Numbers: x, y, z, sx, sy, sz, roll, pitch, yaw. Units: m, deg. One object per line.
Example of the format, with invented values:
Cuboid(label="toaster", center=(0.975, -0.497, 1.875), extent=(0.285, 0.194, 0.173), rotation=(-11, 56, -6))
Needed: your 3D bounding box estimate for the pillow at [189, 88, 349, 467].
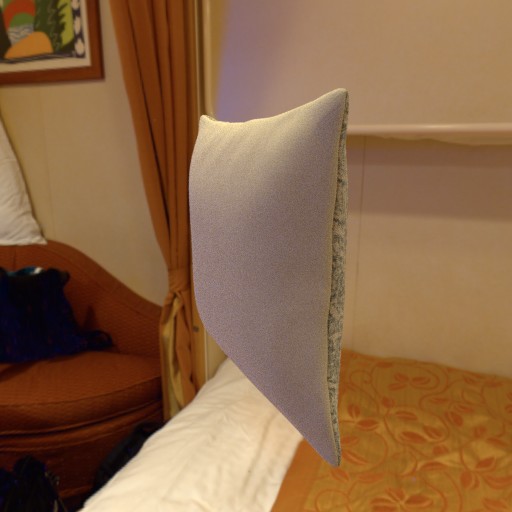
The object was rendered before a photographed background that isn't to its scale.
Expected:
Cuboid(label="pillow", center=(0.000, 0.000, 0.790), extent=(0.166, 0.510, 0.523), rotation=(-6, 15, -24))
